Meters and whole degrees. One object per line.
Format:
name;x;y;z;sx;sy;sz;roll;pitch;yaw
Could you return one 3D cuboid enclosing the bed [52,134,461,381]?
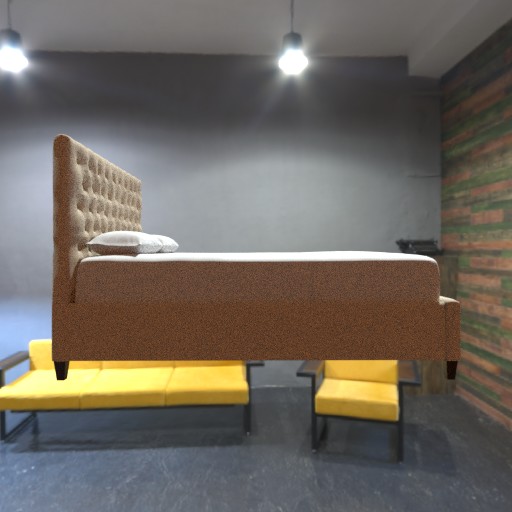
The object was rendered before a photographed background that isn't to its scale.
bed;0.000;0.000;3.392;2.387;1.427;1.698;0;1;0
